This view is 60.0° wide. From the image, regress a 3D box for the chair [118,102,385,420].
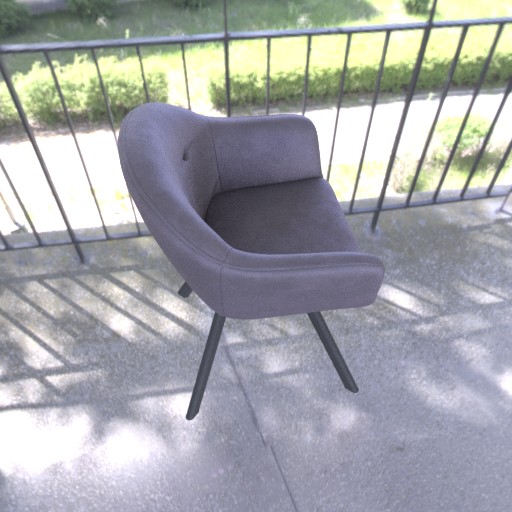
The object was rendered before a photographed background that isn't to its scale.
[{"bbox_3d":[0.000,0.000,1.166,0.544,0.781,0.567,-7,47,-7],"label":"chair"}]
